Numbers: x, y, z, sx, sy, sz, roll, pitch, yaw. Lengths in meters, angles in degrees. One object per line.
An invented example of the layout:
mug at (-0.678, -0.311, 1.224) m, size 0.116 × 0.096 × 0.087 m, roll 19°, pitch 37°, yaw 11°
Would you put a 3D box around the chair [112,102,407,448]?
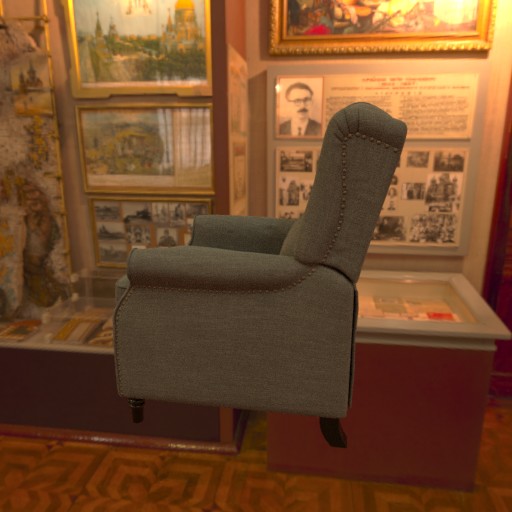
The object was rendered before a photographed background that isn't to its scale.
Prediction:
chair at (0.000, 0.000, 1.605) m, size 0.898 × 1.035 × 0.742 m, roll 2°, pitch 15°, yaw 9°
